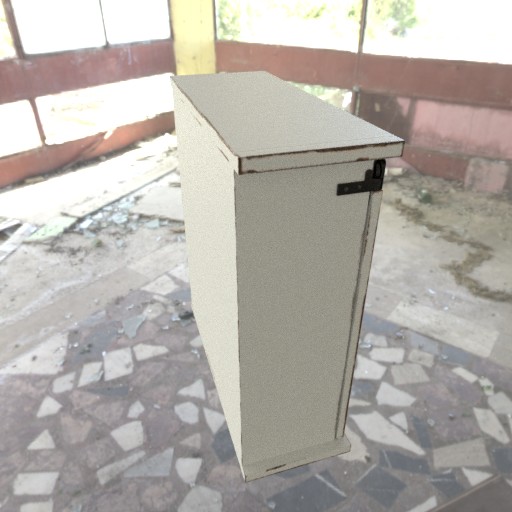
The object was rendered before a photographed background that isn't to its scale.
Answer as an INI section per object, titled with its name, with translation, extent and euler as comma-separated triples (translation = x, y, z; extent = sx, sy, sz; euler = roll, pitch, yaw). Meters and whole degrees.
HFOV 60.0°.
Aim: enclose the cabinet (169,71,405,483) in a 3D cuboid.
[cabinet]
translation = 0.000, 0.000, 0.887
extent = 0.210, 0.603, 0.541
euler = -9, 33, -15
